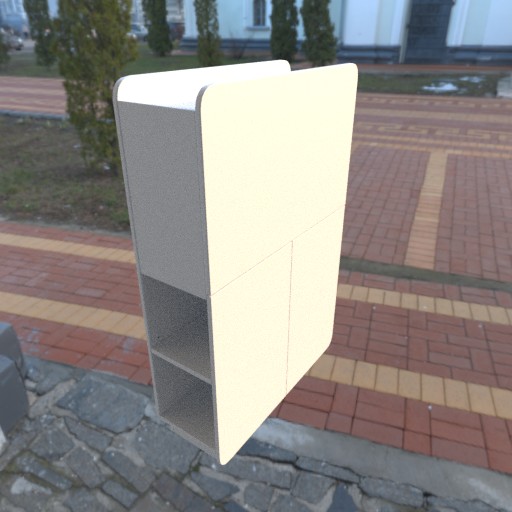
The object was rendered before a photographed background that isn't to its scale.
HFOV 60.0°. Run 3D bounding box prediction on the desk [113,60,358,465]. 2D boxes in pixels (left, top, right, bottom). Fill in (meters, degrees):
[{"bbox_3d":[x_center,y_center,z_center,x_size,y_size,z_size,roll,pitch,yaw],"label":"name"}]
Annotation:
[{"bbox_3d":[0.000,0.000,1.523,0.278,1.190,0.795,18,32,31],"label":"desk"}]
